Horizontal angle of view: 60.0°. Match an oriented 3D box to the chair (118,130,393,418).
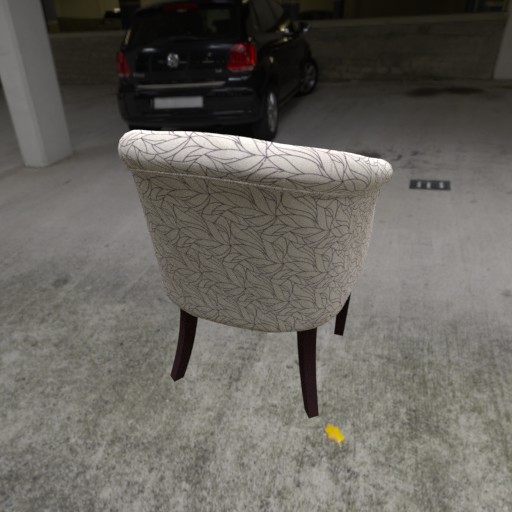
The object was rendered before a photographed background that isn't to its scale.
[{"bbox_3d":[0.000,0.000,1.303,0.686,0.858,0.613,10,33,16],"label":"chair"}]
